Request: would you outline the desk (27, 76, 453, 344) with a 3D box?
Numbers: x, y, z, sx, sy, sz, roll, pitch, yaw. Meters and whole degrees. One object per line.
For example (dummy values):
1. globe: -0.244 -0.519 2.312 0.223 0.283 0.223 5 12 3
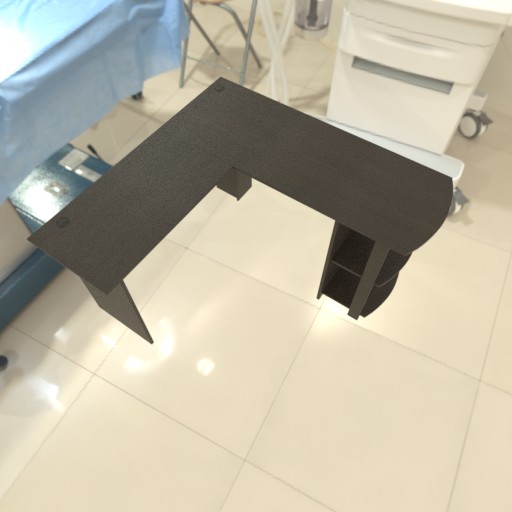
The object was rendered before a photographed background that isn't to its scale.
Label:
1. desk: 0.000 0.000 2.176 1.361 0.716 1.303 30 62 18
